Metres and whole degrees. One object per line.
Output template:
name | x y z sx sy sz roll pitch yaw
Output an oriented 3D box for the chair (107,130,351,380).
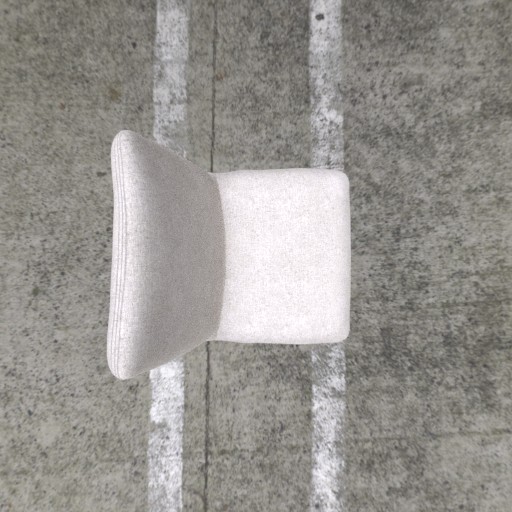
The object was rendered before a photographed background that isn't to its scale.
chair | 0.000 0.000 1.282 0.563 0.974 0.522 0 89 -1
